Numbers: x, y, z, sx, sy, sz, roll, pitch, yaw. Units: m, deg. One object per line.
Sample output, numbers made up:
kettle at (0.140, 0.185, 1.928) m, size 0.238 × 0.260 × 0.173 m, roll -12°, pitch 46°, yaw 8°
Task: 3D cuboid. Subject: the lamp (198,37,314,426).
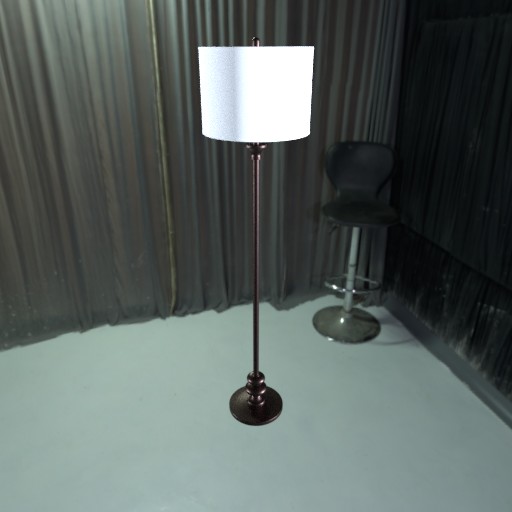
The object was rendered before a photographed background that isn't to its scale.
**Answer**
lamp at (0.000, 0.000, 1.681) m, size 0.356 × 1.487 × 0.356 m, roll -9°, pitch 27°, yaw -18°
